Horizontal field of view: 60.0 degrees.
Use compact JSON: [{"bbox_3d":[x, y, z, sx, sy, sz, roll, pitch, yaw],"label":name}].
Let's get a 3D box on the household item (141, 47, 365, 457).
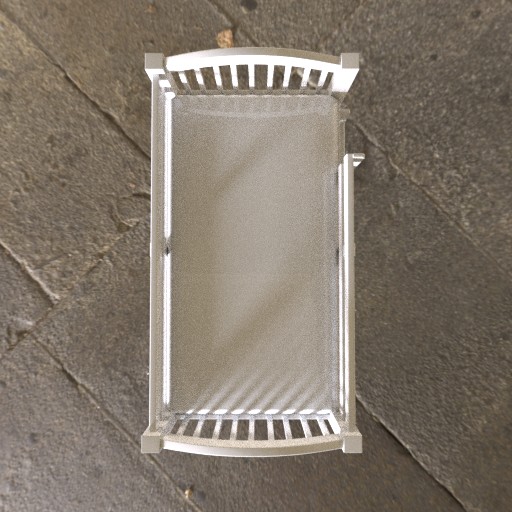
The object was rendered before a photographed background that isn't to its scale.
[{"bbox_3d":[0.000,0.000,3.167,1.143,2.032,2.032,0,88,0],"label":"household item"}]
